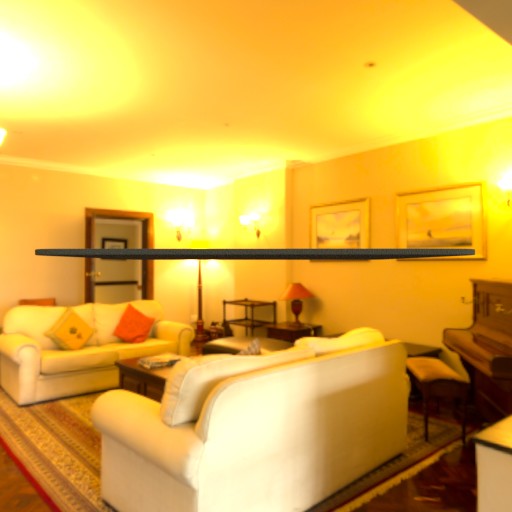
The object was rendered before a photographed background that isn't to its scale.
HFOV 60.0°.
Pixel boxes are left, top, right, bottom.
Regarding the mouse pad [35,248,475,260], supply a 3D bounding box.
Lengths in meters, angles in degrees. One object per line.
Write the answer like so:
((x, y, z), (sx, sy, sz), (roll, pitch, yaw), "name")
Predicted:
((0.000, 0.000, 0.317), (0.229, 0.003, 0.203), (0, -1, 1), "mouse pad")
